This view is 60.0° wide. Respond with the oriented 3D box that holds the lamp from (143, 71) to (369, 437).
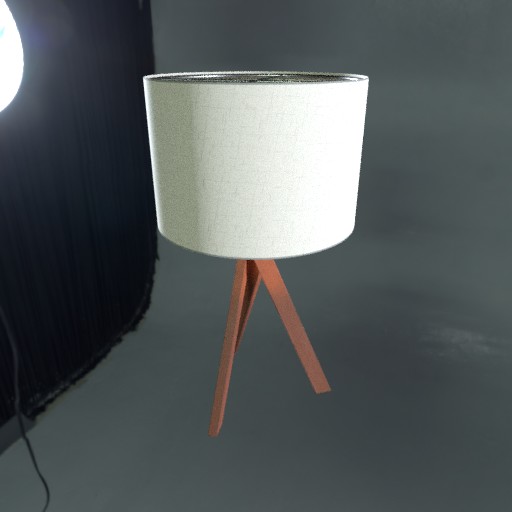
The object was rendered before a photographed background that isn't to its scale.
[{"bbox_3d":[0.000,0.000,0.910,0.380,0.686,0.380,8,26,16],"label":"lamp"}]
